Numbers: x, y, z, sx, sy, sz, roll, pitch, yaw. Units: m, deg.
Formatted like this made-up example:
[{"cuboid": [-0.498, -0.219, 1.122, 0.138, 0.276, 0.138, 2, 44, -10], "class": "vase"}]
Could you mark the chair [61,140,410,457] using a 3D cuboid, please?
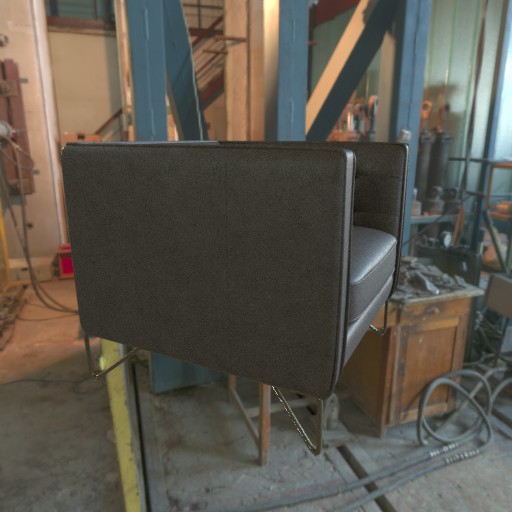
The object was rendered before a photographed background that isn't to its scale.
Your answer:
[{"cuboid": [0.000, 0.000, 1.577, 0.894, 0.790, 0.880, 8, 17, 26], "class": "chair"}]
